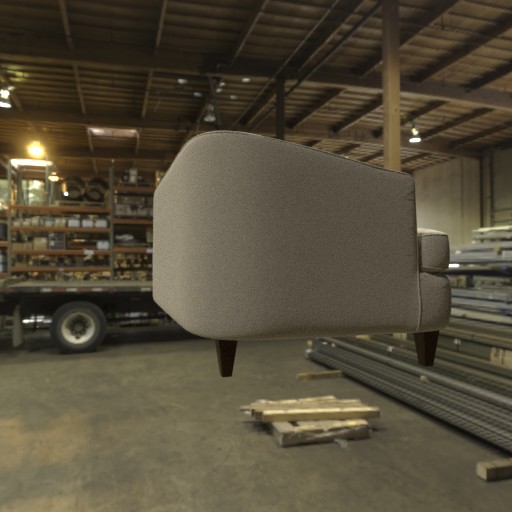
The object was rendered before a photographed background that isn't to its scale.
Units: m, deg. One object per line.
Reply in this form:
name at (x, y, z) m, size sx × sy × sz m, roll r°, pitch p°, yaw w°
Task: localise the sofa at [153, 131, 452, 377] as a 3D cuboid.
sofa at (0.000, 0.000, 2.216) m, size 0.941 × 0.855 × 1.733 m, roll 0°, pitch -1°, yaw -18°
